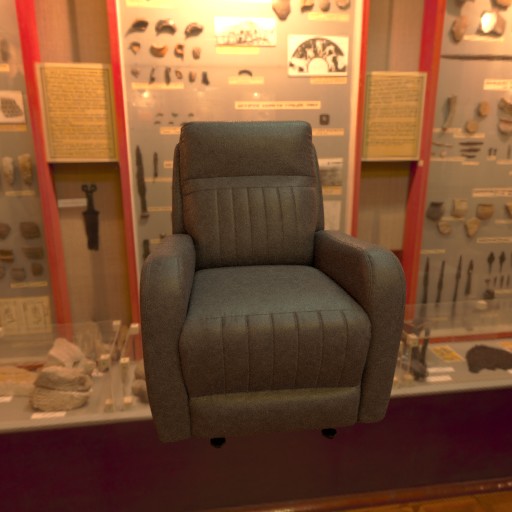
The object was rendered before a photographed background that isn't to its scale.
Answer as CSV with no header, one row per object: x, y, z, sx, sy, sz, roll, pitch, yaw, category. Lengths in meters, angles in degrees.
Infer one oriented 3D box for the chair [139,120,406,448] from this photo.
0.000,0.000,1.788,0.865,1.067,1.067,-2,16,-7,chair
